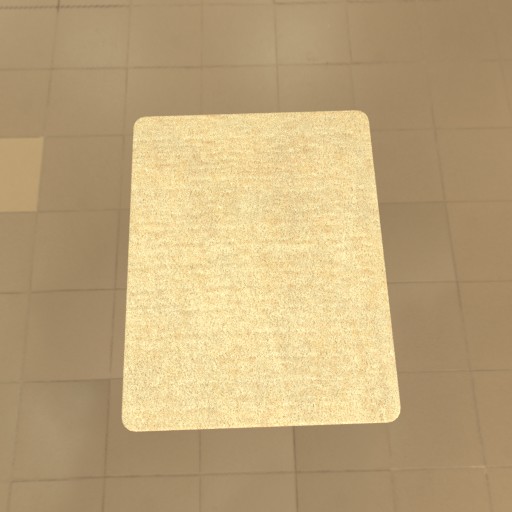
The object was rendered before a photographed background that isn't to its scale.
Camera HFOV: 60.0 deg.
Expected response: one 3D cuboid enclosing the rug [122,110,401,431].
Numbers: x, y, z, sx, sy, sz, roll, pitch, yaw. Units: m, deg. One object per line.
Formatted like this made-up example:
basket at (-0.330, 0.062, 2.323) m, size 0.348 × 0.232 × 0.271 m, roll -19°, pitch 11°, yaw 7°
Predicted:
rug at (0.000, 0.000, 3.491) m, size 2.009 × 0.048 × 2.528 m, roll -2°, pitch 75°, yaw 0°
